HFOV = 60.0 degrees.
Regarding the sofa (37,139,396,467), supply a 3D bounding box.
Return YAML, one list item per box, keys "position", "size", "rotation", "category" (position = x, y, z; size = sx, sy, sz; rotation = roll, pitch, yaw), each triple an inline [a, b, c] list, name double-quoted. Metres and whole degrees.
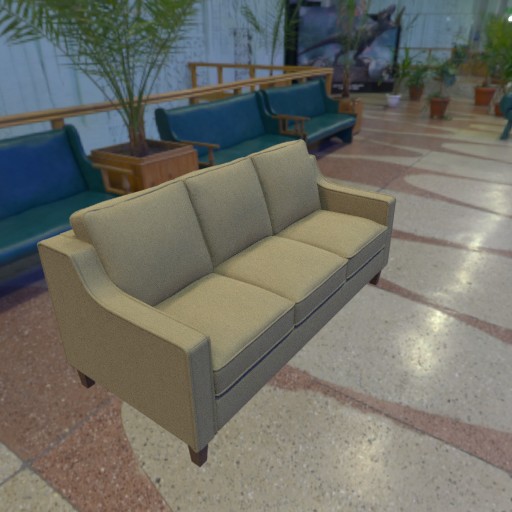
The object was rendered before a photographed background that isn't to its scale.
- position: [0.000, 0.000, 2.540]
  size: [0.911, 0.974, 1.986]
  rotation: [18, 32, 32]
  category: "sofa"
